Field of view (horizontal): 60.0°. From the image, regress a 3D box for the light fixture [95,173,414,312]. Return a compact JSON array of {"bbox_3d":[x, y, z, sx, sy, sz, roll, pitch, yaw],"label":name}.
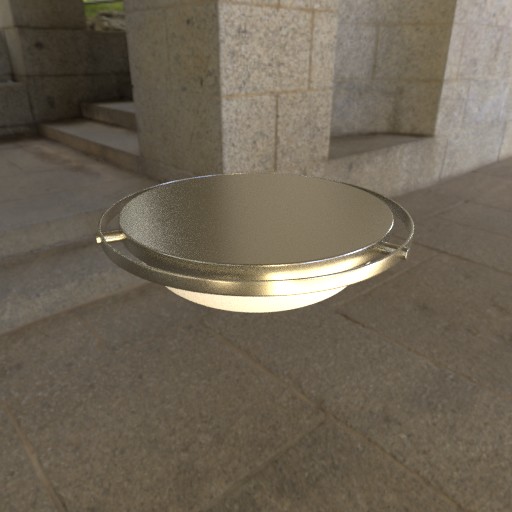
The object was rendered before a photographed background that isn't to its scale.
[{"bbox_3d":[0.000,0.000,0.557,0.361,0.130,0.361,0,25,0],"label":"light fixture"}]
